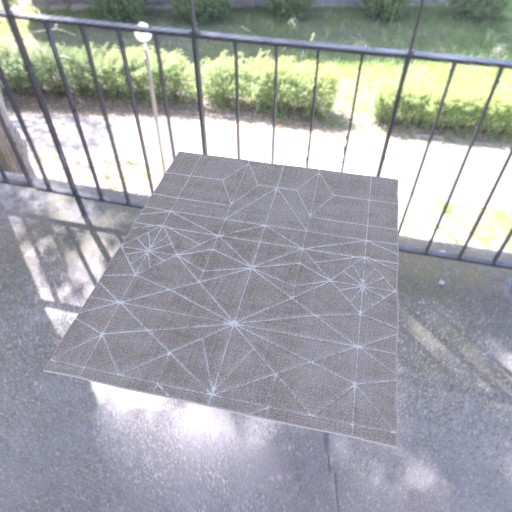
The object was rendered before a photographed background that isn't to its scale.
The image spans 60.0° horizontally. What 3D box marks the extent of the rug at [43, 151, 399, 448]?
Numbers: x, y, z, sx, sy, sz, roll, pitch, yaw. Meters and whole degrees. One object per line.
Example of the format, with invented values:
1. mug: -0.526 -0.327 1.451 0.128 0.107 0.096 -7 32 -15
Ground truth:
1. rug: 0.000 0.000 0.873 0.548 0.006 0.639 9 47 9
